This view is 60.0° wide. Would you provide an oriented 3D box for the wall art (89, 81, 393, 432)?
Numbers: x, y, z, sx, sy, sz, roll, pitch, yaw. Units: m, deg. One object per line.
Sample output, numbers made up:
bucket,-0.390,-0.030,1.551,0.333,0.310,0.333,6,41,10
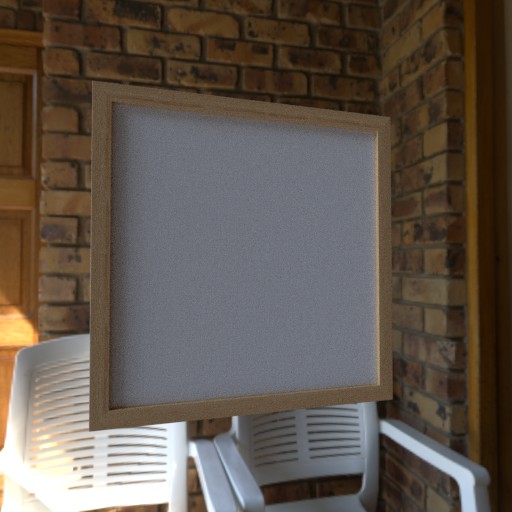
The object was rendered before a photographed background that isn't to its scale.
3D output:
wall art,0.000,0.000,1.091,0.762,0.762,0.027,1,-2,-18
